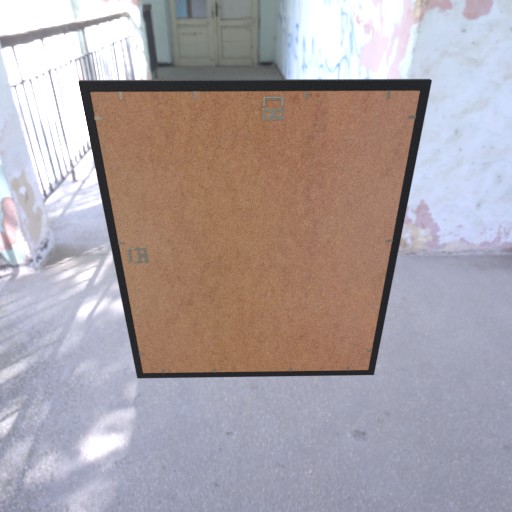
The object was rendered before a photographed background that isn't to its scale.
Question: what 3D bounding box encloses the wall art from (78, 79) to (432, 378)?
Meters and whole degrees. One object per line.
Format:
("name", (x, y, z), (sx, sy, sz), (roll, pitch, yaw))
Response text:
("wall art", (0.000, 0.000, 0.879), (0.559, 0.660, 0.018), (-1, 32, -1))
